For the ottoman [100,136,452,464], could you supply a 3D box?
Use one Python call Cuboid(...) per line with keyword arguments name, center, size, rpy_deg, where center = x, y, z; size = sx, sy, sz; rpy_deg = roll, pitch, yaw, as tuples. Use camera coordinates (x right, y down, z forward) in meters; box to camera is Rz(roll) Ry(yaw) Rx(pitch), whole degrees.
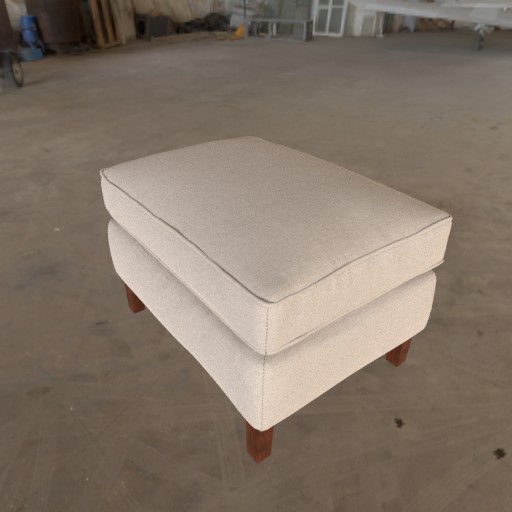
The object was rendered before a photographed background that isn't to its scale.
Cuboid(name="ottoman", center=(0.000, 0.000, 1.021), size=(0.501, 0.456, 0.665), rpy_deg=(-21, 37, -31))
